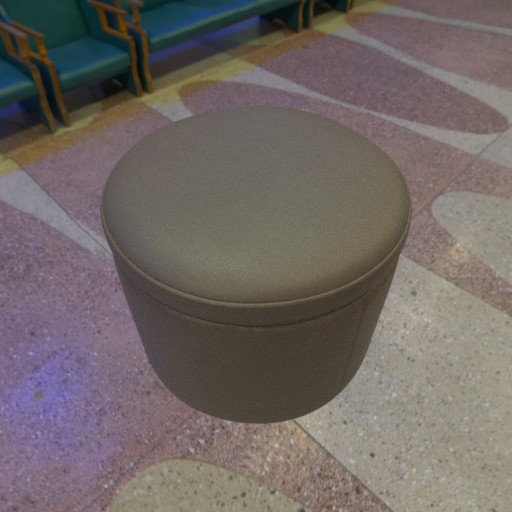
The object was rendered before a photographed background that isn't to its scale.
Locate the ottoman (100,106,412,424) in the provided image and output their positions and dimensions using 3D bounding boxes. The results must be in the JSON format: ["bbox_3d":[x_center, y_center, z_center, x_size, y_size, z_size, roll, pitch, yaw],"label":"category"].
[{"bbox_3d":[0.000,0.000,0.846,0.500,0.409,0.500,0,47,0],"label":"ottoman"}]
